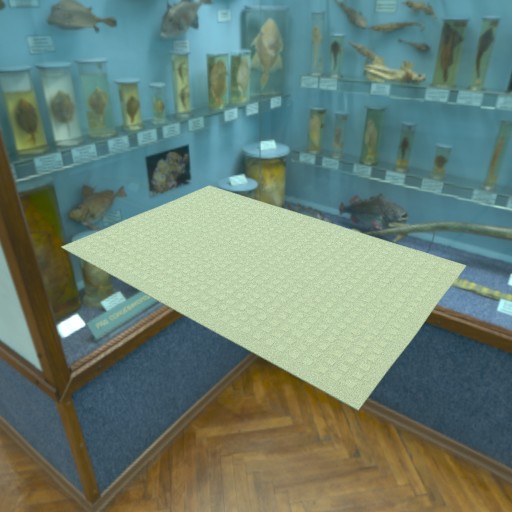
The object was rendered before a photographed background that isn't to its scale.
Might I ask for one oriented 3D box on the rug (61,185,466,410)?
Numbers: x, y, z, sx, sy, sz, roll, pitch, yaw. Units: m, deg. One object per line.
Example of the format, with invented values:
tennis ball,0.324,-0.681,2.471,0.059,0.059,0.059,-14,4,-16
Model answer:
rug,0.000,0.000,2.271,1.747,0.006,1.143,22,36,33
